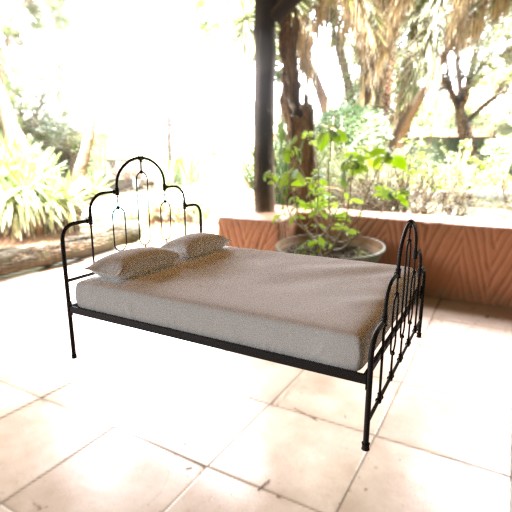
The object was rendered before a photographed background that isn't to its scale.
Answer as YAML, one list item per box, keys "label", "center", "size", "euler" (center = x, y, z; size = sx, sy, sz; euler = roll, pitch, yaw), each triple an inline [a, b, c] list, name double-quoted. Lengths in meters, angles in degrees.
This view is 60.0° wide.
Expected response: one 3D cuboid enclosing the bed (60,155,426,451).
- label: "bed"
  center: [0.000, 0.000, 3.234]
  size: [2.163, 1.429, 1.640]
  euler: [7, 14, 28]
